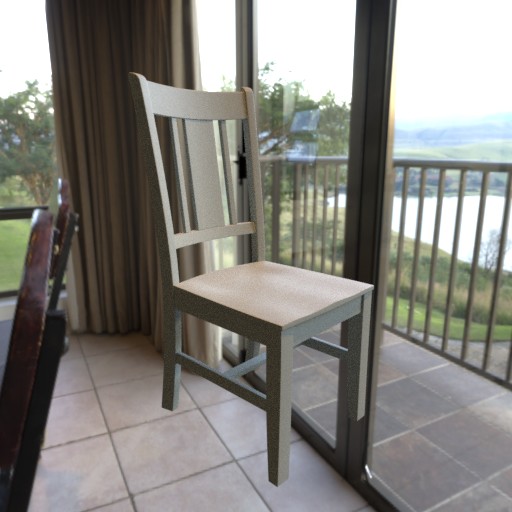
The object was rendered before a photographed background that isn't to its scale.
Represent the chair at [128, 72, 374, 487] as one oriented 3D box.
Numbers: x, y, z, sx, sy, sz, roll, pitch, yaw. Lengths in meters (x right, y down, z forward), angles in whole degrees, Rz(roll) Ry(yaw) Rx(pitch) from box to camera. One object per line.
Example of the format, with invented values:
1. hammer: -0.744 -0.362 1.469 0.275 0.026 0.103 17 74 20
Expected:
1. chair: 0.000 0.000 1.284 0.555 0.998 0.450 13 19 42
